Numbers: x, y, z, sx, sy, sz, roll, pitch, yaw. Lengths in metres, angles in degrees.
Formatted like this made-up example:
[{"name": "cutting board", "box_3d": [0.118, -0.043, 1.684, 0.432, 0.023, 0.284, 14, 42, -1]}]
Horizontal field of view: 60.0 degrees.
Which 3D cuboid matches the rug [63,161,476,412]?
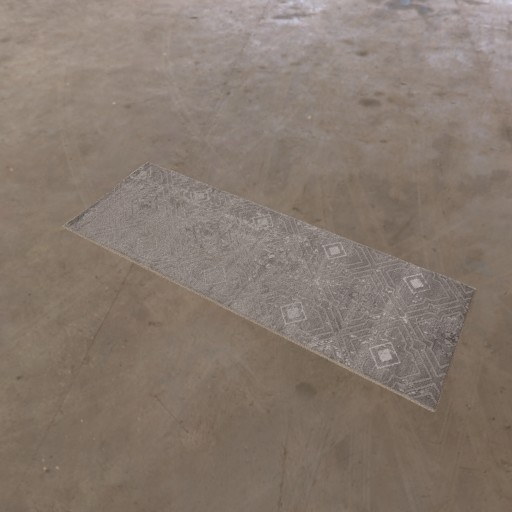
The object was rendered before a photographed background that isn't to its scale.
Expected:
[{"name": "rug", "box_3d": [0.000, 0.000, 2.655, 2.381, 0.035, 0.832, 24, 51, 21]}]
